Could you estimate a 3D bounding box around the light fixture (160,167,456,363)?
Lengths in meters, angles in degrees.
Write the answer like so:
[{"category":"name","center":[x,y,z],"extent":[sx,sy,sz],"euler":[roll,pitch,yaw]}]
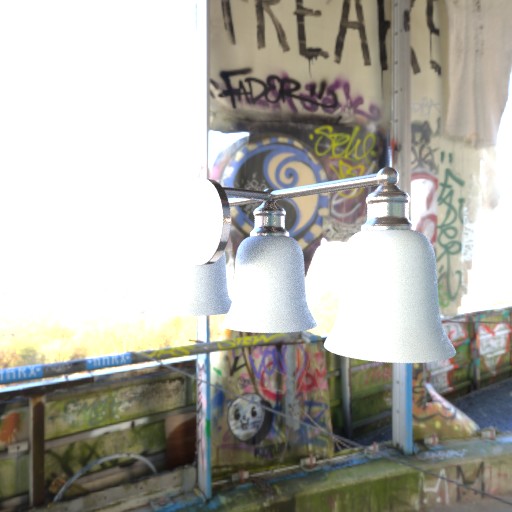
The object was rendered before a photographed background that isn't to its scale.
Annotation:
[{"category":"light fixture","center":[0.000,0.000,0.663],"extent":[0.198,0.211,0.570],"euler":[0,0,-38]}]
